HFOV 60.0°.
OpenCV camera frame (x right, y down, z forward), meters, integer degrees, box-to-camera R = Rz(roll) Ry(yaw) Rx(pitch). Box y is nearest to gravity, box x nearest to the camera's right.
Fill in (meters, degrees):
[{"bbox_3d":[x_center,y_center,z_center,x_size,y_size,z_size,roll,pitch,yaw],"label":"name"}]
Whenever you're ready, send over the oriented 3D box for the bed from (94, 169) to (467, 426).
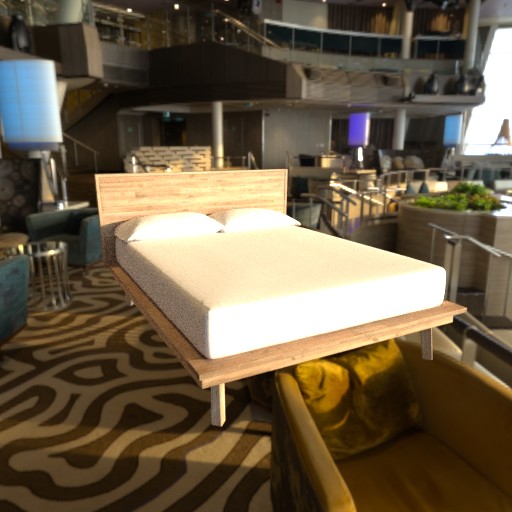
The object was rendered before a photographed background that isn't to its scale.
[{"bbox_3d":[0.000,0.000,3.114,1.759,1.071,2.145,-7,16,-27],"label":"bed"}]
